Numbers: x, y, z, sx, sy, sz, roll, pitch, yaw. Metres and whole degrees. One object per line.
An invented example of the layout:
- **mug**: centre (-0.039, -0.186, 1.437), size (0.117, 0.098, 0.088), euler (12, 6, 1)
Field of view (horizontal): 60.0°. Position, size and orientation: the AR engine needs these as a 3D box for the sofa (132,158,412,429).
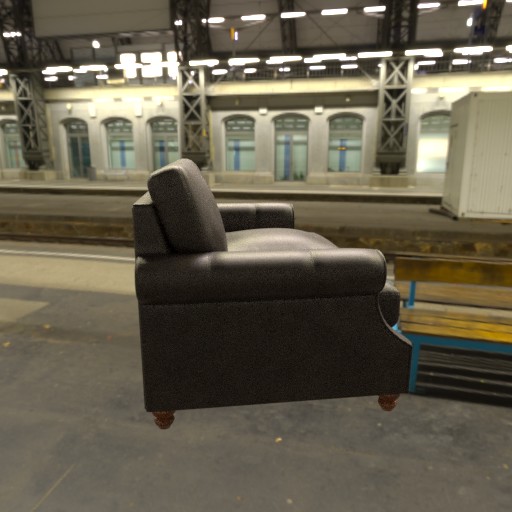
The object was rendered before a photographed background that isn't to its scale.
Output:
- **sofa**: centre (0.000, 0.000, 2.310), size (1.030, 0.979, 1.663), euler (-2, 13, -8)
